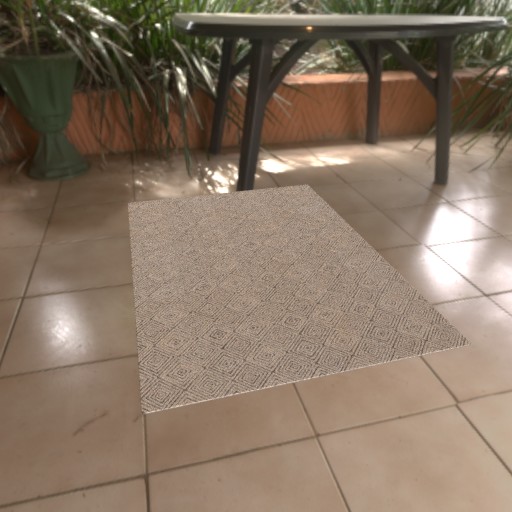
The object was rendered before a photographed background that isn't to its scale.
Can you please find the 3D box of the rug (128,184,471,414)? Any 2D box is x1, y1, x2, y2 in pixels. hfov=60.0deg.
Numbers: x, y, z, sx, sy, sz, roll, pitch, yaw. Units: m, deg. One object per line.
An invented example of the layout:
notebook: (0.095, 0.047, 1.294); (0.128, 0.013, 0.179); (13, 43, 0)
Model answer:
rug: (0.000, 0.000, 2.938); (1.593, 0.008, 2.238); (-8, 31, -13)
